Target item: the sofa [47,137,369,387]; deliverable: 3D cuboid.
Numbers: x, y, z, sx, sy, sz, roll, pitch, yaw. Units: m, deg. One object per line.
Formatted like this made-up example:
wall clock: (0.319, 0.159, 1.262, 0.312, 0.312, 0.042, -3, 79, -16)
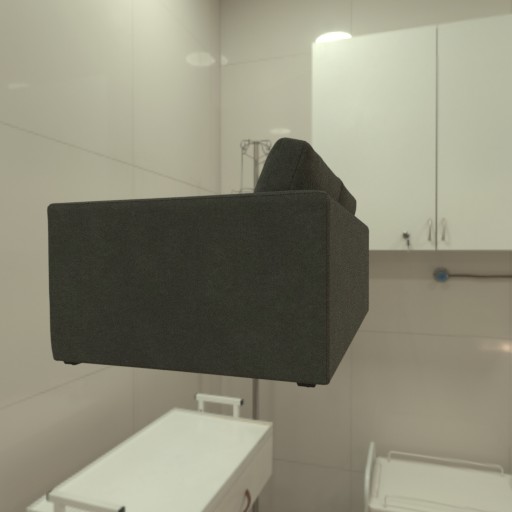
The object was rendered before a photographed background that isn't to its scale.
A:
sofa: (0.000, 0.000, 2.442, 1.091, 0.845, 1.909, 0, 0, 18)
